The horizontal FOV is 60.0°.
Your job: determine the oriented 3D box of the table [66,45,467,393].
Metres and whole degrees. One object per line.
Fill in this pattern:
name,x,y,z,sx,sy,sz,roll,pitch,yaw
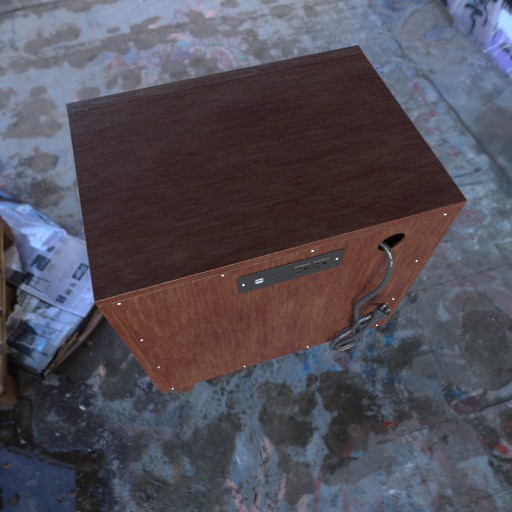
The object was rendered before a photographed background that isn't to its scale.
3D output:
table,0.000,0.000,0.972,0.557,0.609,0.449,-15,60,-9
